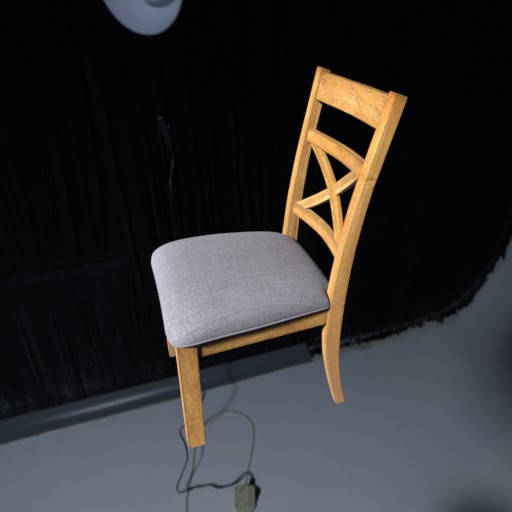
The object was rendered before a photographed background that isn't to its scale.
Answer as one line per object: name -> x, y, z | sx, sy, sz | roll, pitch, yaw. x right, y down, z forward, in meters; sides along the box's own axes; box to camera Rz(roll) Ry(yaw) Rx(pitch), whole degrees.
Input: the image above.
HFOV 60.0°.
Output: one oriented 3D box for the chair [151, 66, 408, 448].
chair -> 0.000, 0.000, 1.287 | 0.581, 0.949, 0.470 | -9, 32, -15
